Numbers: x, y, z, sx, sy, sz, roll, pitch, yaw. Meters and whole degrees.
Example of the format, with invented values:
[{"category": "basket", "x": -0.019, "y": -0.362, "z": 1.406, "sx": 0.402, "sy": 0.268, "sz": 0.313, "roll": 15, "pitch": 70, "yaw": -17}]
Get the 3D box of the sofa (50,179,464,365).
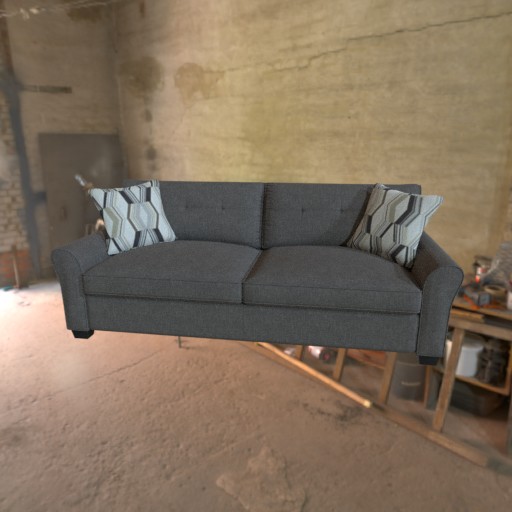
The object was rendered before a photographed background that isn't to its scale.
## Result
[{"category": "sofa", "x": 0.000, "y": 0.000, "z": 2.558, "sx": 2.032, "sy": 0.813, "sz": 0.889, "roll": 2, "pitch": 15, "yaw": 9}]
